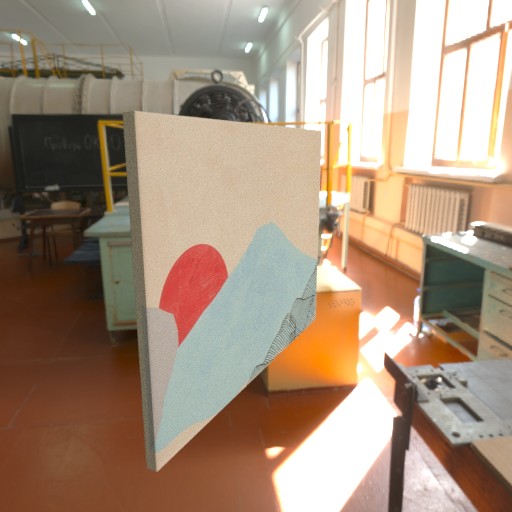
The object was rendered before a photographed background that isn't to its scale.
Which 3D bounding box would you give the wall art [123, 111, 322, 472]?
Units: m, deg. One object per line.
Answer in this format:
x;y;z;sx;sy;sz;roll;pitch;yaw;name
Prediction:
0.000;0.000;1.600;0.042;0.912;1.219;7;15;27;wall art
